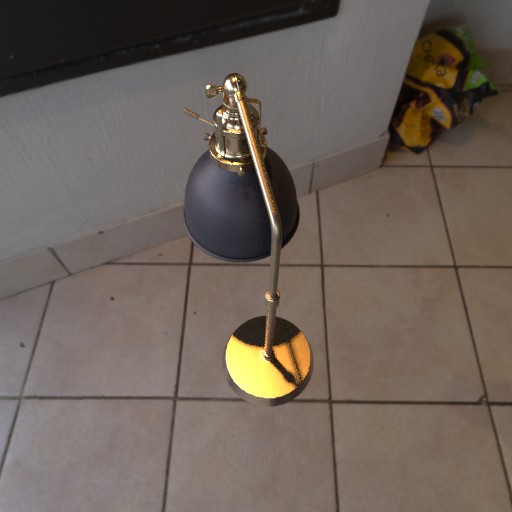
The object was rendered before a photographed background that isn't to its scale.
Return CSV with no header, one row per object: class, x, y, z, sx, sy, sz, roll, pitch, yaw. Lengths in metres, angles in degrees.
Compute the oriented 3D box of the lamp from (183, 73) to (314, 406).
lamp,0.000,0.000,0.582,0.160,0.456,0.291,-15,60,-9
